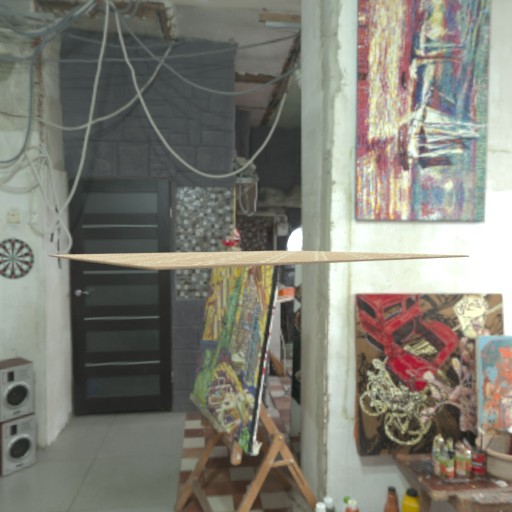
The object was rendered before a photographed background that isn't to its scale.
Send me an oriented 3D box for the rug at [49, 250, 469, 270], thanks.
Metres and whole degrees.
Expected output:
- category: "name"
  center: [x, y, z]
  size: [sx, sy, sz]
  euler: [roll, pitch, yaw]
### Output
- category: "rug"
  center: [0.000, 0.000, 3.879]
  size: [2.895, 0.018, 2.288]
  euler: [-1, 2, -36]
